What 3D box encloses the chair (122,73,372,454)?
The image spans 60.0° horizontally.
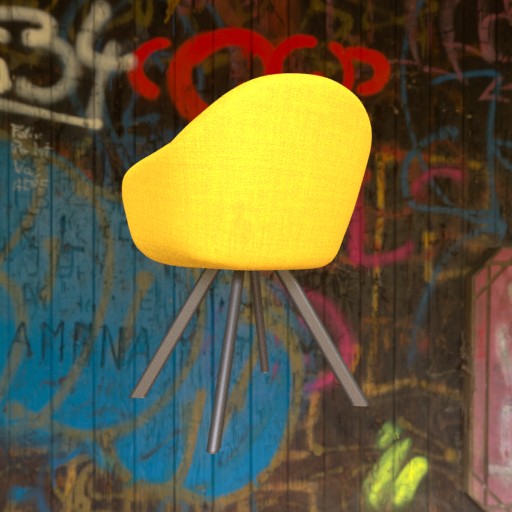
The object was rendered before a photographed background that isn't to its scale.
[{"bbox_3d":[0.000,0.000,1.180,0.590,0.795,0.550,0,1,-36],"label":"chair"}]
